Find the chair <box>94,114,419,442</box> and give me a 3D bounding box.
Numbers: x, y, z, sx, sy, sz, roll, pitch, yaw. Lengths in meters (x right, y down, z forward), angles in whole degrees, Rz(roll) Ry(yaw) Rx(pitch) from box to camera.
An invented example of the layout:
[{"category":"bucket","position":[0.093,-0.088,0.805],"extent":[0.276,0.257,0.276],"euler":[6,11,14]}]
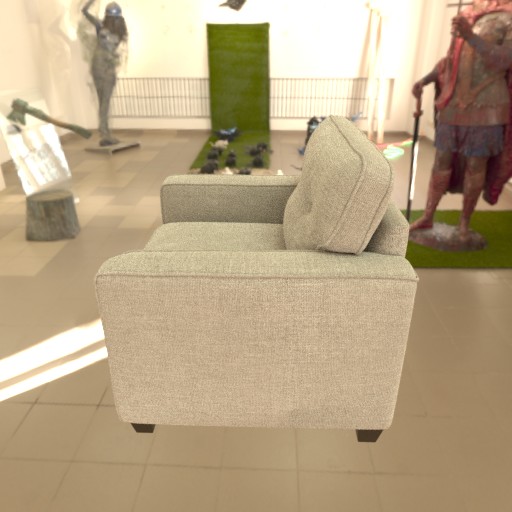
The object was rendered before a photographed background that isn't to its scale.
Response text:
[{"category":"chair","position":[0.000,0.000,1.731],"extent":[0.939,0.965,1.015],"euler":[1,26,2]}]
